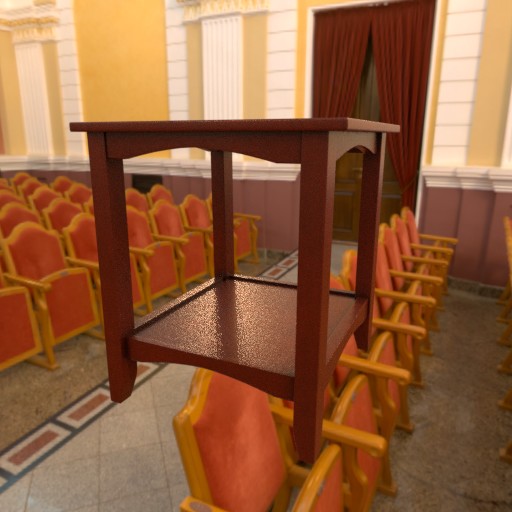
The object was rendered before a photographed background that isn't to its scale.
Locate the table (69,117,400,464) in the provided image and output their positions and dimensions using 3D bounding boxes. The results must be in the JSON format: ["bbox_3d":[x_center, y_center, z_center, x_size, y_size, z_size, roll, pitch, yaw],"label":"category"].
[{"bbox_3d":[0.000,0.000,0.978,0.522,0.558,0.523,8,17,26],"label":"table"}]
